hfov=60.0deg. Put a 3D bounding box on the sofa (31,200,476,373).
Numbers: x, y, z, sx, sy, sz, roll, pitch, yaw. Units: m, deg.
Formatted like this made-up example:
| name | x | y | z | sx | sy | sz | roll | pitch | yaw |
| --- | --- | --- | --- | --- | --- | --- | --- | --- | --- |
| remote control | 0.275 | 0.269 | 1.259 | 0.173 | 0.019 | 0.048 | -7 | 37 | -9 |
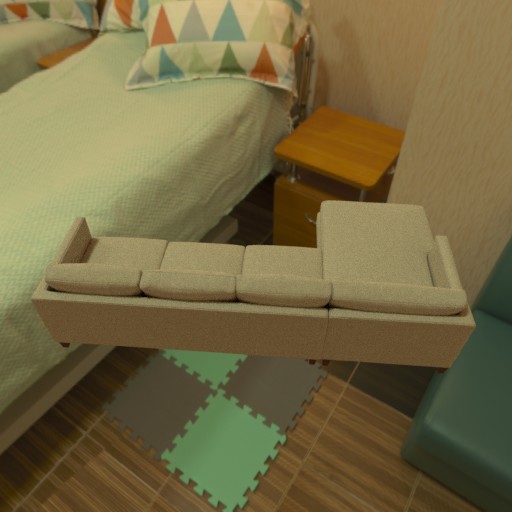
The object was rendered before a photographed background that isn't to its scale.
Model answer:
| name | x | y | z | sx | sy | sz | roll | pitch | yaw |
| --- | --- | --- | --- | --- | --- | --- | --- | --- | --- |
| sofa | 0.000 | 0.000 | 3.869 | 3.186 | 0.846 | 1.625 | 3 | 46 | 3 |
